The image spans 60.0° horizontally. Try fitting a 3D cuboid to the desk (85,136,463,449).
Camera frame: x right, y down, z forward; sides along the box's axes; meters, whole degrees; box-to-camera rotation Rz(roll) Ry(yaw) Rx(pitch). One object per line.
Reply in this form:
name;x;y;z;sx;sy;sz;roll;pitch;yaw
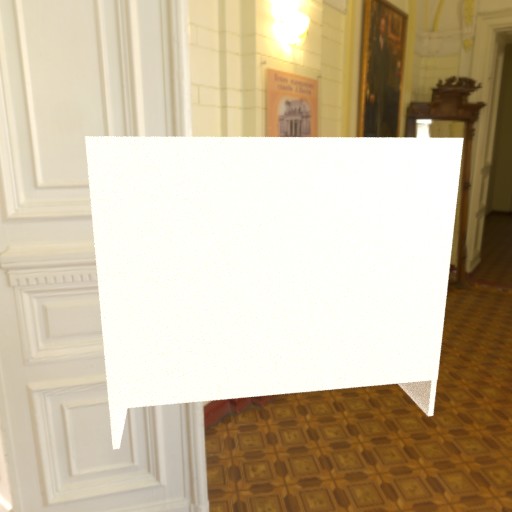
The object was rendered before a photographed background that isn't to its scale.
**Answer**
desk;0.000;0.000;1.619;0.940;0.818;0.926;-2;14;-9
